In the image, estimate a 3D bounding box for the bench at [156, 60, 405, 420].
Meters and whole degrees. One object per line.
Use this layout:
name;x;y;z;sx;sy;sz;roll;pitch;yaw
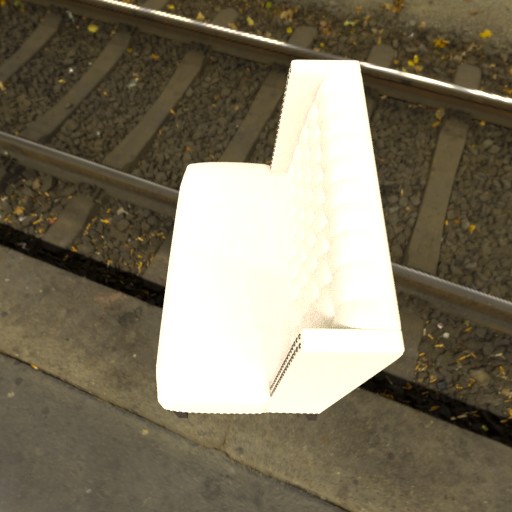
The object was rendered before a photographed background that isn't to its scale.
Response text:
bench;0.000;0.000;2.013;0.847;1.123;1.280;1;60;1
